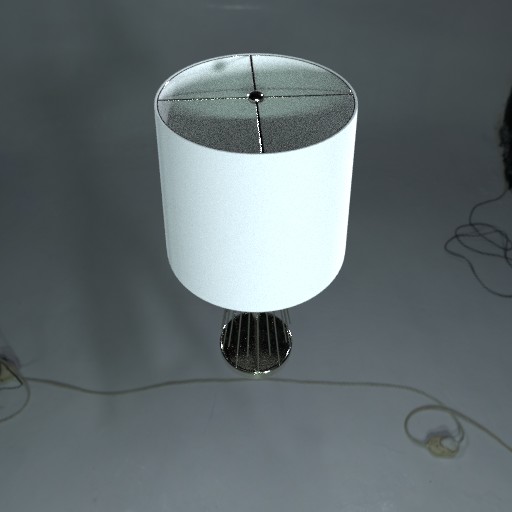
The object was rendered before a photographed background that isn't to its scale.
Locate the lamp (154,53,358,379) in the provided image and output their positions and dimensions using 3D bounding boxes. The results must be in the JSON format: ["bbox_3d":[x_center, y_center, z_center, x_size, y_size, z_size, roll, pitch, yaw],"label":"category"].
[{"bbox_3d":[0.000,0.000,0.792,0.303,0.618,0.303,0,47,0],"label":"lamp"}]
